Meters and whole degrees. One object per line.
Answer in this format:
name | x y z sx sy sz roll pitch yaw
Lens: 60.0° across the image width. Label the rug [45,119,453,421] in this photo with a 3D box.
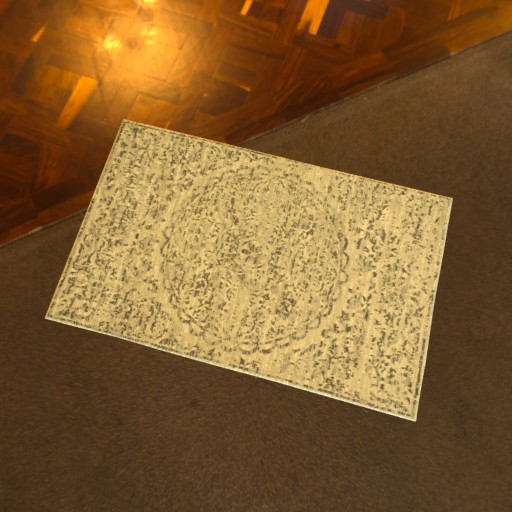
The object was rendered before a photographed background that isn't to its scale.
rug | 0.000 0.000 3.002 2.447 0.021 1.527 15 75 4
